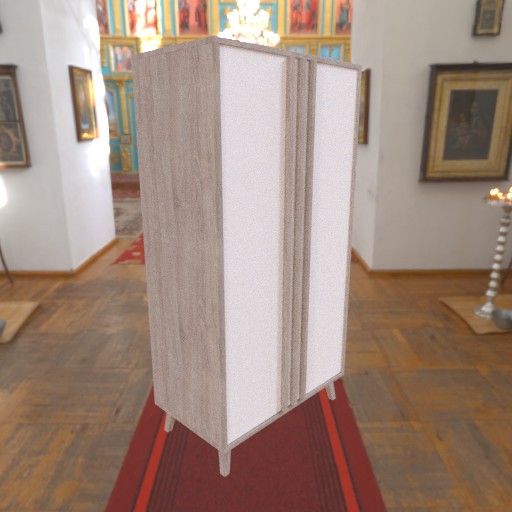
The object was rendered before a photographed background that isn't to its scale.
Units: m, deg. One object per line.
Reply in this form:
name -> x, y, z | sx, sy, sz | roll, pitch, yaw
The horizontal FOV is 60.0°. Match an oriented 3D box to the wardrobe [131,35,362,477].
wardrobe -> 0.000, 0.000, 2.397 | 0.600, 1.960, 1.000 | 14, 21, 42
